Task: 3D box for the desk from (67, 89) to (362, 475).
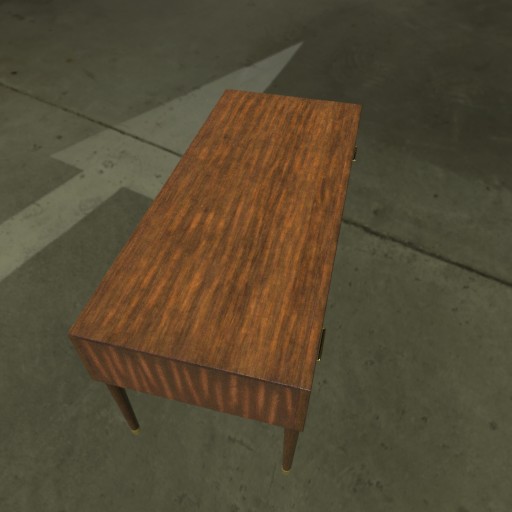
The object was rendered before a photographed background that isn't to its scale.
[{"bbox_3d":[0.000,0.000,2.018,0.724,0.762,1.575,10,47,10],"label":"desk"}]
